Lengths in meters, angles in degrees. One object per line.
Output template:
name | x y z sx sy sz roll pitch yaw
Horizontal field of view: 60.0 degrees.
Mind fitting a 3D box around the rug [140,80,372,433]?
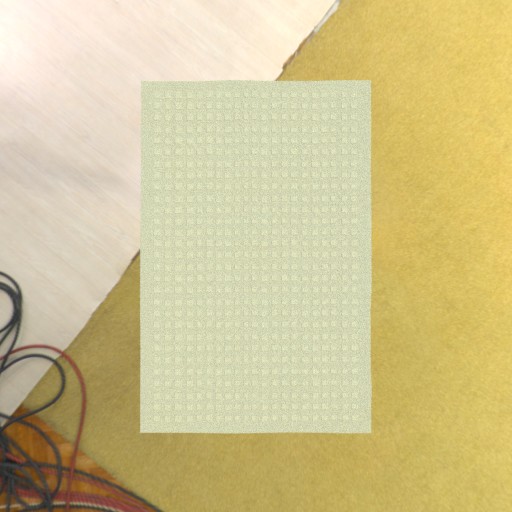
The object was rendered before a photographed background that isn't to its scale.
rug | 0.000 0.000 2.194 1.143 0.006 1.747 0 89 0
